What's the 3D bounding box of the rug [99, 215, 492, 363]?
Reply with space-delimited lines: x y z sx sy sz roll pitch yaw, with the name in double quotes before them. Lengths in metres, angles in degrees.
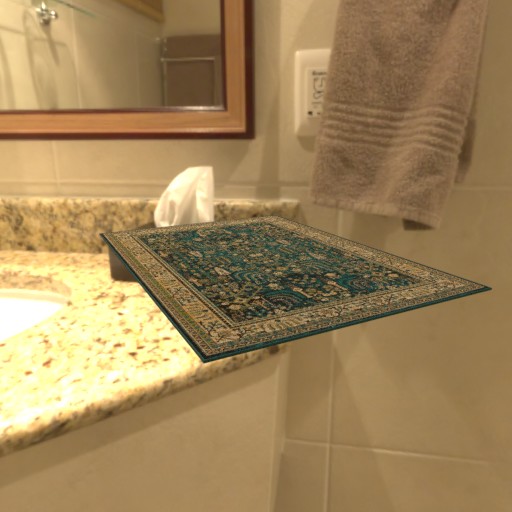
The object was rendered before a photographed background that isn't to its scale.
"rug" 0.000 0.000 2.875 1.594 0.013 2.213 -8 18 -27
